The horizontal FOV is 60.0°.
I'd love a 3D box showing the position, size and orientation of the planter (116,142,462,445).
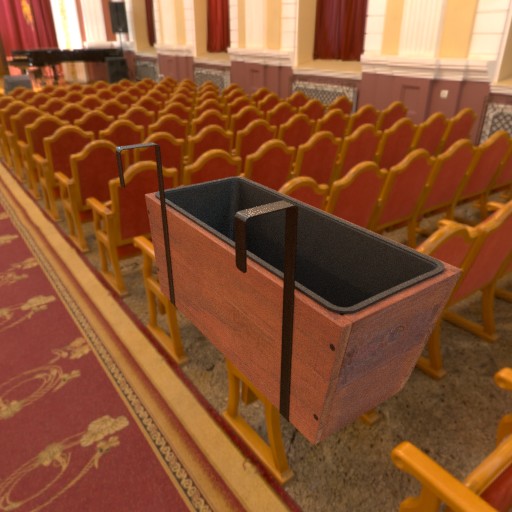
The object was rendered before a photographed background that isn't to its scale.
[{"bbox_3d":[0.000,0.000,0.651,0.262,0.289,0.480,-17,31,-31],"label":"planter"}]
